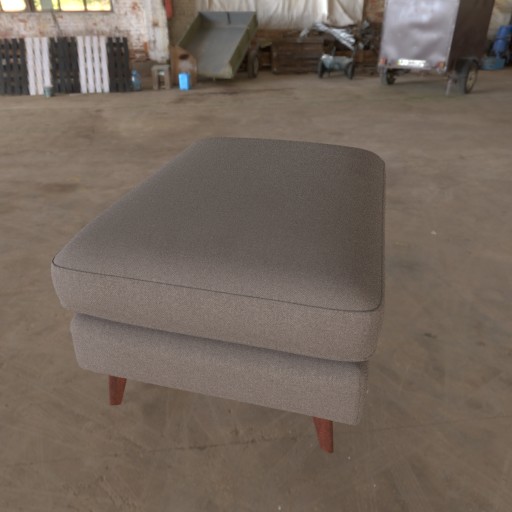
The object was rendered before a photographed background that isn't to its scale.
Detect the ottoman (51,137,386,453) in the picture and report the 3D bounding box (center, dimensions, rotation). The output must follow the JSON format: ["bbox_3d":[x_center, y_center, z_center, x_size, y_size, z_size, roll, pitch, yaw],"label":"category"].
[{"bbox_3d":[0.000,0.000,1.129,0.608,0.449,0.811,7,31,12],"label":"ottoman"}]
